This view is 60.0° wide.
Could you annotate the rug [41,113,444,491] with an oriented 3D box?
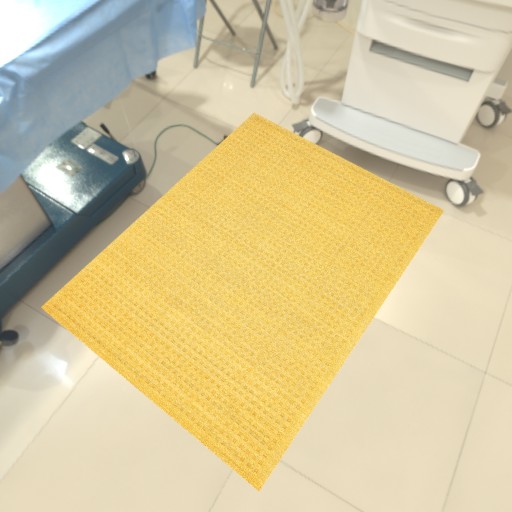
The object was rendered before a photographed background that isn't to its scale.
[{"bbox_3d":[0.000,0.000,4.345,2.486,0.015,3.242,33,64,18],"label":"rug"}]
